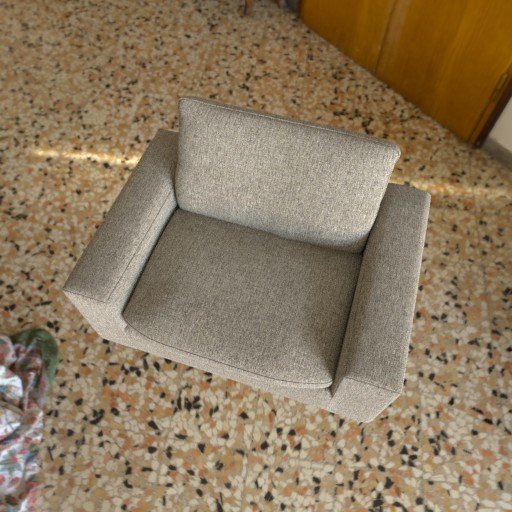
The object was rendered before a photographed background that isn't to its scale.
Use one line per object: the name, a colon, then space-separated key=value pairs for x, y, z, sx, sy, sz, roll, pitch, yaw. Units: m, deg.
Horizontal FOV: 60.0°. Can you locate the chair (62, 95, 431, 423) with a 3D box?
chair: x=0.000 y=0.000 z=2.011 sx=1.398 sy=0.915 sz=1.039 roll=15 pitch=60 yaw=9
